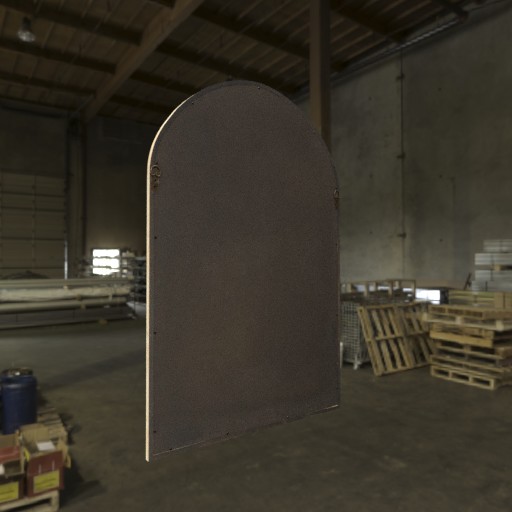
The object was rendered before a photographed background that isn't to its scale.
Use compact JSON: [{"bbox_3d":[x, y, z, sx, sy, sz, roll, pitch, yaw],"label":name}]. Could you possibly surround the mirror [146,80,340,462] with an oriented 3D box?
[{"bbox_3d":[0.000,0.000,1.177,0.609,0.915,0.032,1,-1,-36],"label":"mirror"}]
